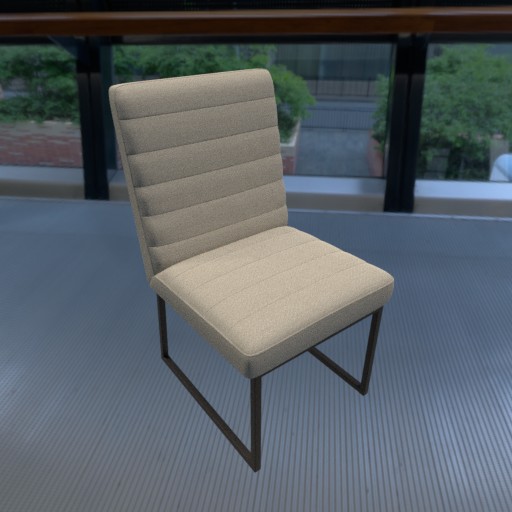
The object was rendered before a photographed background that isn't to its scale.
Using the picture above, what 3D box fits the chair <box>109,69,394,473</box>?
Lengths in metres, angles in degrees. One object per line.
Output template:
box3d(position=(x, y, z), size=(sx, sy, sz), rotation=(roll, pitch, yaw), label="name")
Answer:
box3d(position=(0.000, 0.000, 1.297), size=(0.520, 0.930, 0.634), rotation=(-21, 37, -31), label="chair")
